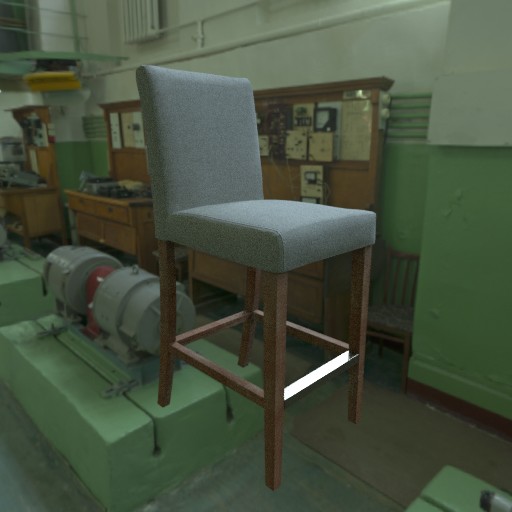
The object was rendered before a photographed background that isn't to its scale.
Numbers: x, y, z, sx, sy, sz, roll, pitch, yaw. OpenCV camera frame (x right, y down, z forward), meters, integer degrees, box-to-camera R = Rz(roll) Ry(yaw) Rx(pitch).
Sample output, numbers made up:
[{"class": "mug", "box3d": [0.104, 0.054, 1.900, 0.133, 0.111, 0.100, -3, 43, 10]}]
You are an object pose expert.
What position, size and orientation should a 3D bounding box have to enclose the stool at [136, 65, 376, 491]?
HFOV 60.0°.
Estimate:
[{"class": "stool", "box3d": [0.000, 0.000, 1.347, 0.570, 1.088, 0.439, 14, 20, 43]}]
